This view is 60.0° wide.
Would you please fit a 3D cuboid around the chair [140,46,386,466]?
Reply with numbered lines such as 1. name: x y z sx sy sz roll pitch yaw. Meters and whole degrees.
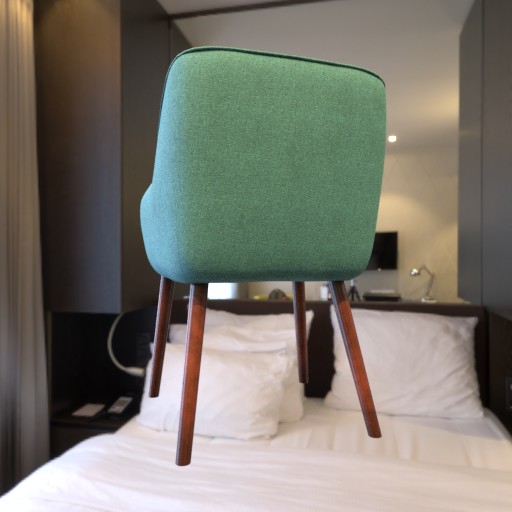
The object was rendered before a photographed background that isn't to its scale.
1. chair: 0.000 0.000 1.120 0.543 0.803 0.519 0 0 -18
